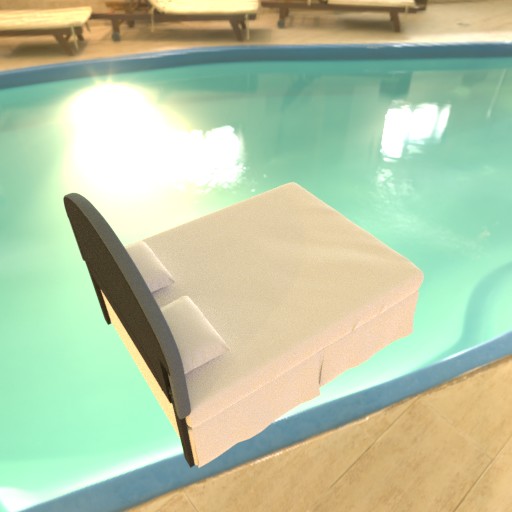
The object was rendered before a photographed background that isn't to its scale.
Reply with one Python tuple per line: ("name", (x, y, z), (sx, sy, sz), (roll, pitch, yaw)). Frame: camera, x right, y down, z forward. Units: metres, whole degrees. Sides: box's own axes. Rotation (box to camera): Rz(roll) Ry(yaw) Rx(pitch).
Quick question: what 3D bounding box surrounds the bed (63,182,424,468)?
("bed", (0.000, 0.000, 3.111), (2.005, 1.410, 1.607), (-25, 47, -26))
